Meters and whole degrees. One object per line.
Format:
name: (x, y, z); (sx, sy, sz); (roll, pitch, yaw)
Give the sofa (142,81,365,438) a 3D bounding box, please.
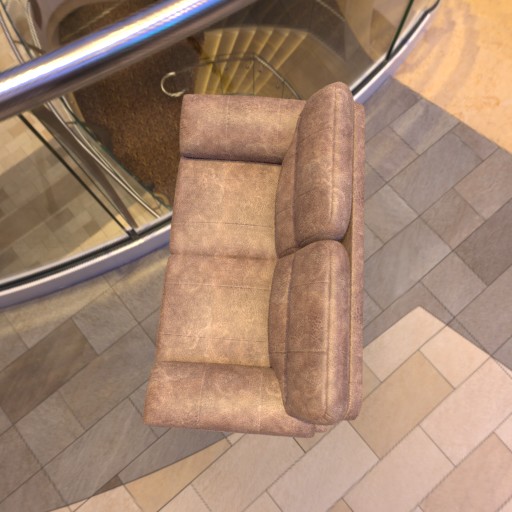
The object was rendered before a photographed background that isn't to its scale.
sofa: (0.000, 0.000, 2.361); (0.991, 0.991, 1.753); (4, 76, 1)
